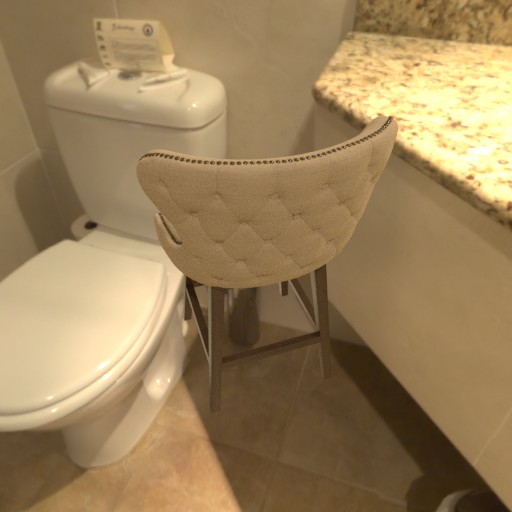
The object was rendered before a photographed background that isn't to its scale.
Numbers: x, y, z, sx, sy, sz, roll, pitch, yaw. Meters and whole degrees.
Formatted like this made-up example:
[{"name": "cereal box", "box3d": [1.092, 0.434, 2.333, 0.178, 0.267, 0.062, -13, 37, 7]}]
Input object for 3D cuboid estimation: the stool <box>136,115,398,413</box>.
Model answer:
[{"name": "stool", "box3d": [0.000, 0.000, 1.371, 0.615, 0.972, 0.597, -13, 43, -14]}]
